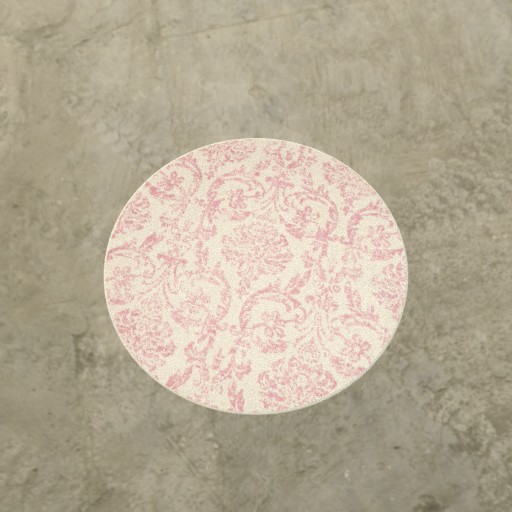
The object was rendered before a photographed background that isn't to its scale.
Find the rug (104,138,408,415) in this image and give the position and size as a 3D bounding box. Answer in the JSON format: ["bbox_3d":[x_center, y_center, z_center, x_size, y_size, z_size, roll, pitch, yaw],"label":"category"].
[{"bbox_3d":[0.000,0.000,2.343,1.593,0.012,1.593,0,64,0],"label":"rug"}]
